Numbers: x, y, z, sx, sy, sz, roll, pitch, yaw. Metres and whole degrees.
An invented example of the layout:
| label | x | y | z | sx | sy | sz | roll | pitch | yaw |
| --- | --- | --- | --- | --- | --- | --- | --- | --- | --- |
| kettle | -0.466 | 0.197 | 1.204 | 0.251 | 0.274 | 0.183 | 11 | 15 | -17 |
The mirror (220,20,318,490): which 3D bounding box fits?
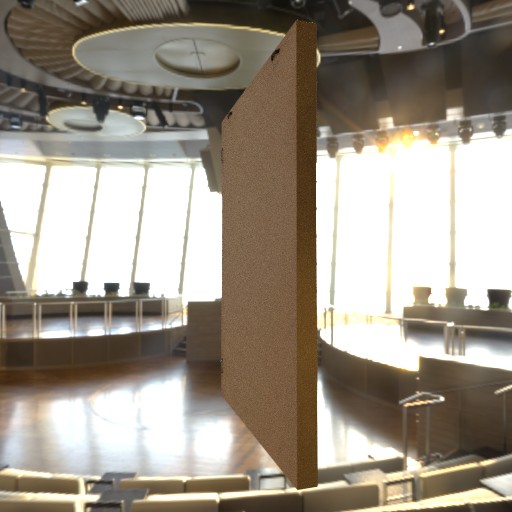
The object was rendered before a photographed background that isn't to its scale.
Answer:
| label | x | y | z | sx | sy | sz | roll | pitch | yaw |
| --- | --- | --- | --- | --- | --- | --- | --- | --- | --- |
| mirror | 0.000 | 0.000 | 0.915 | 0.039 | 0.710 | 0.507 | 0 | -1 | -17 |
